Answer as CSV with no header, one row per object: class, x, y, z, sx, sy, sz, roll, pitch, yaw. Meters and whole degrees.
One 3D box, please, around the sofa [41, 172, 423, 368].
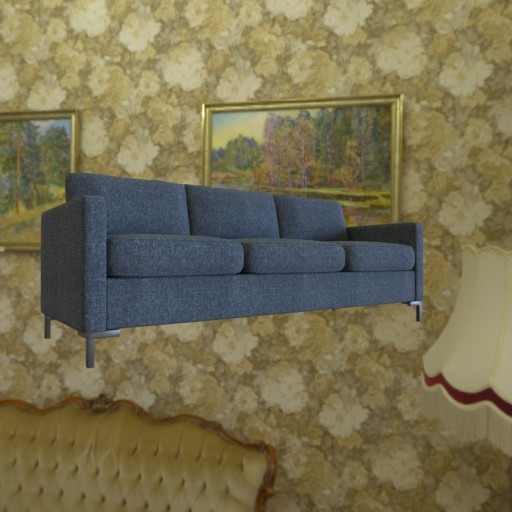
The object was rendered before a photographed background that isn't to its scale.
sofa,0.000,0.000,2.659,2.218,0.874,0.859,0,-1,-36
